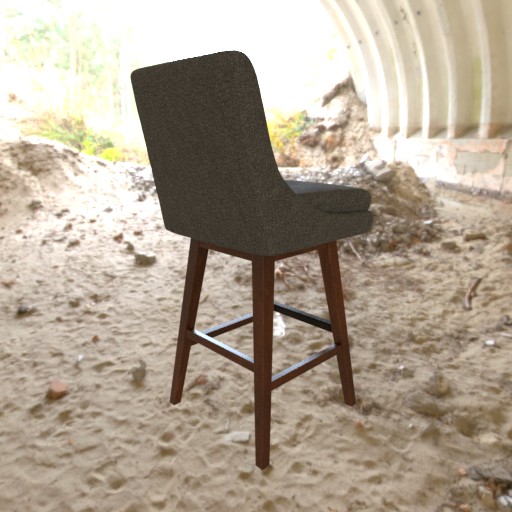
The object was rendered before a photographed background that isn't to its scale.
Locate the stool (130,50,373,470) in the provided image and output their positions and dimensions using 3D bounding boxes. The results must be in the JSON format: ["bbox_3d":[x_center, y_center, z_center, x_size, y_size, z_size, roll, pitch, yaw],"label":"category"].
[{"bbox_3d":[0.000,0.000,1.369,0.572,1.068,0.489,-14,20,-42],"label":"stool"}]
